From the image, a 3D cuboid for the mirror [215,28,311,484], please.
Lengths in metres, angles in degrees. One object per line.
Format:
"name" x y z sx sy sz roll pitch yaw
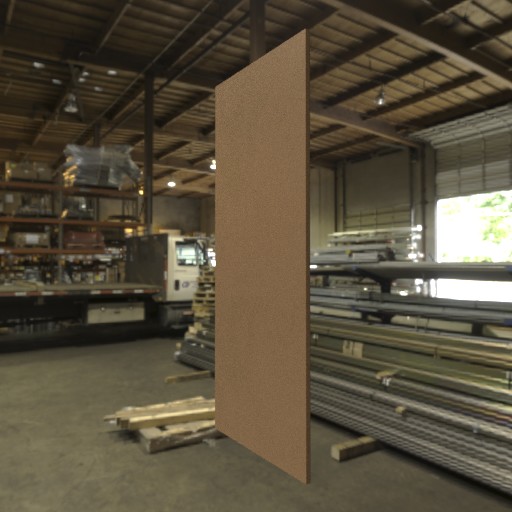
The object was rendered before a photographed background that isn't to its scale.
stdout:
"mirror" 0.000 0.000 2.315 0.026 2.031 0.812 1 -1 -35
